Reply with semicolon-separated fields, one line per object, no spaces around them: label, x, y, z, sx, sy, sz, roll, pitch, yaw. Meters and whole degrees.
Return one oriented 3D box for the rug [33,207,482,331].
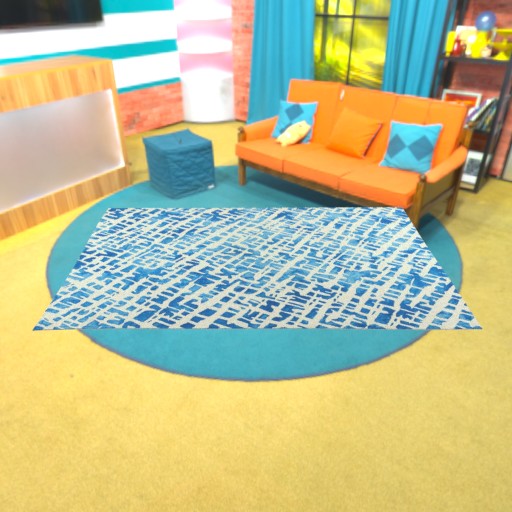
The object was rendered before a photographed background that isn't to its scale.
rug;0.000;0.000;3.042;2.447;0.011;1.520;0;32;0
